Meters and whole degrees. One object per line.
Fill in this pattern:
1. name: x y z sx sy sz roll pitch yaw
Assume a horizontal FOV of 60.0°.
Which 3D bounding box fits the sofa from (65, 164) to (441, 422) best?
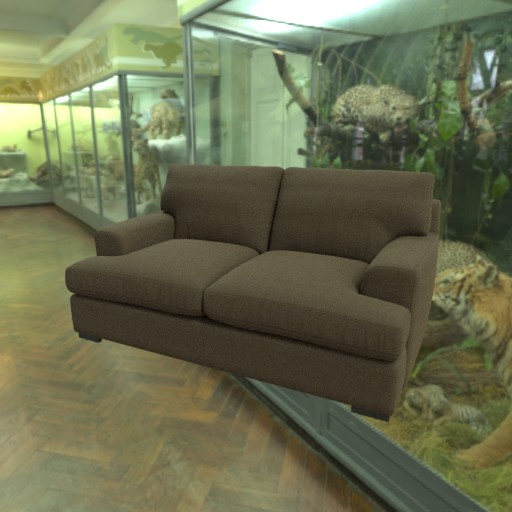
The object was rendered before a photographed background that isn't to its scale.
1. sofa: 0.000 0.000 2.505 1.869 0.950 1.140 7 17 26
